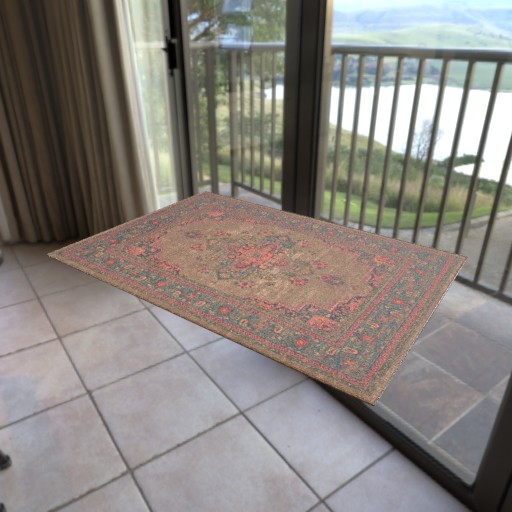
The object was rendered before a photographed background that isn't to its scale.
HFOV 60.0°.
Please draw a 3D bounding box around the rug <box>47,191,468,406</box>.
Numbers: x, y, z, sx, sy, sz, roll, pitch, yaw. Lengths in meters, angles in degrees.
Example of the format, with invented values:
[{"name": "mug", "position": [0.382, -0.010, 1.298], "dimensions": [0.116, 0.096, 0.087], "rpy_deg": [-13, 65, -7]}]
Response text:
[{"name": "rug", "position": [0.000, 0.000, 3.690], "dimensions": [2.890, 0.013, 2.005], "rpy_deg": [18, 32, 31]}]
